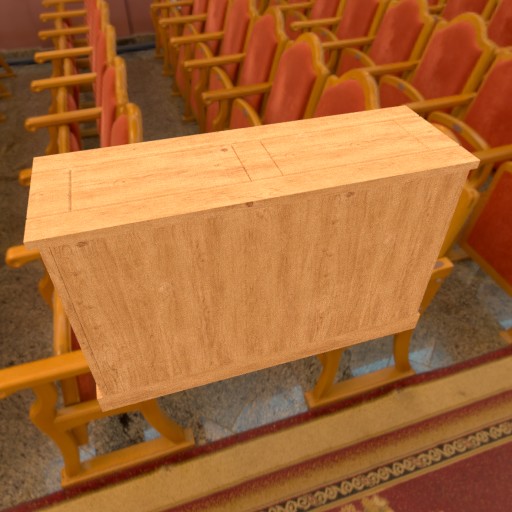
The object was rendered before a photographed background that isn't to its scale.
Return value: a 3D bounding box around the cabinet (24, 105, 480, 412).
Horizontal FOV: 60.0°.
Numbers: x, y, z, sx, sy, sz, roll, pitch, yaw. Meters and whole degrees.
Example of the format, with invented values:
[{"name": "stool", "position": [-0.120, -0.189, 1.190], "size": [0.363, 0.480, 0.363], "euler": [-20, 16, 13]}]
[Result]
[{"name": "cabinet", "position": [0.000, 0.000, 1.649], "size": [1.321, 0.810, 0.432], "euler": [-12, 43, -13]}]
